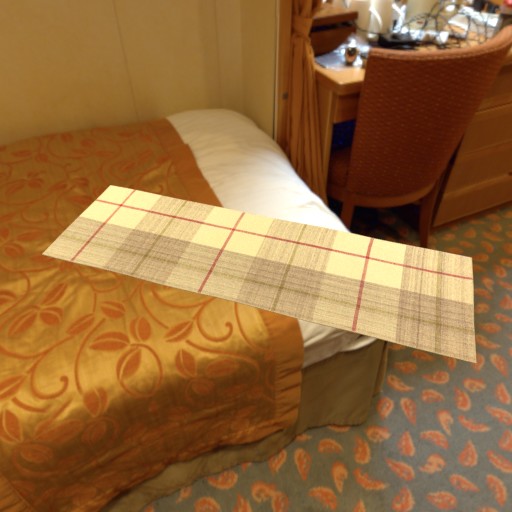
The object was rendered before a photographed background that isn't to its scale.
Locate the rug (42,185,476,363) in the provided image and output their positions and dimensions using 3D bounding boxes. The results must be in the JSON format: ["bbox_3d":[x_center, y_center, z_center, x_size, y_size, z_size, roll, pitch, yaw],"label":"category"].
[{"bbox_3d":[0.000,0.000,2.634,2.439,0.013,0.762,13,45,13],"label":"rug"}]
